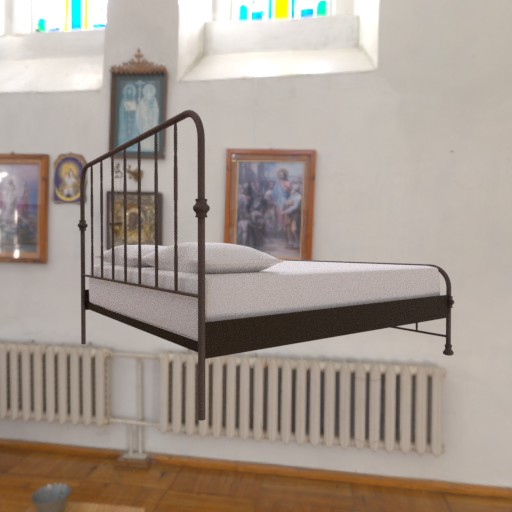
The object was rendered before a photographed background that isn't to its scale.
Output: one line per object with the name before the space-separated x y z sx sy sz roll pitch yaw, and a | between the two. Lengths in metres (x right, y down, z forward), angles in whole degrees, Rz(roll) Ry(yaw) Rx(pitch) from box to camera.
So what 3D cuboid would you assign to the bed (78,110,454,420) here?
bed | 0.000 0.000 3.425 2.134 1.446 2.044 -1 1 -36
